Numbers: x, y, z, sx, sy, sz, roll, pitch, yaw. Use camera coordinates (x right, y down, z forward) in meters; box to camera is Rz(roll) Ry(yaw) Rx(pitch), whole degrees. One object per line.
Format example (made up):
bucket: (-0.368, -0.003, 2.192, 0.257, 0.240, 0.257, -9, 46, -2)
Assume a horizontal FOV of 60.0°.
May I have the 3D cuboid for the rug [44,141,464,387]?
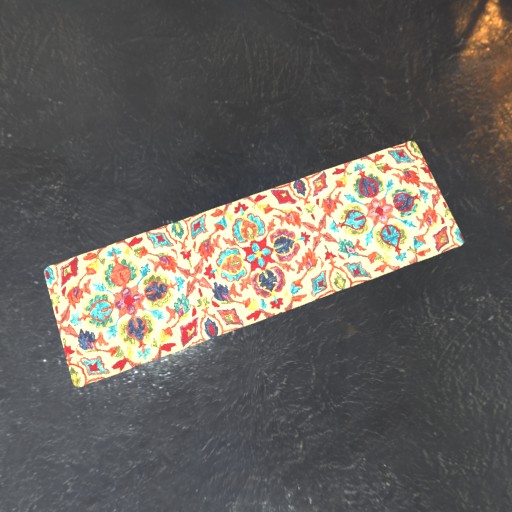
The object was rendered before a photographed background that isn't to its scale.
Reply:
rug: (0.000, 0.000, 2.485, 2.273, 0.016, 0.693, -20, 77, -5)
